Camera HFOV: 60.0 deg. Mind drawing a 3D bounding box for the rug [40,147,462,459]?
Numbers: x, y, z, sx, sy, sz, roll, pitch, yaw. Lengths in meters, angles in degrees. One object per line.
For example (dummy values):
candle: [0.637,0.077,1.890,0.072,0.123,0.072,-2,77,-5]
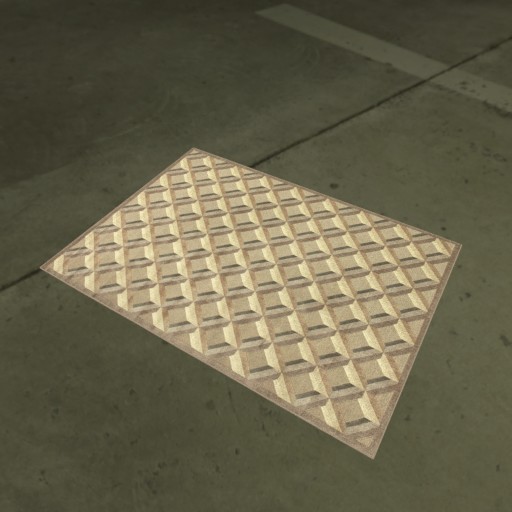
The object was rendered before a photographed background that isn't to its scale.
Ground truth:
rug: [0.000,0.000,4.243,3.294,0.018,2.382,24,51,21]
